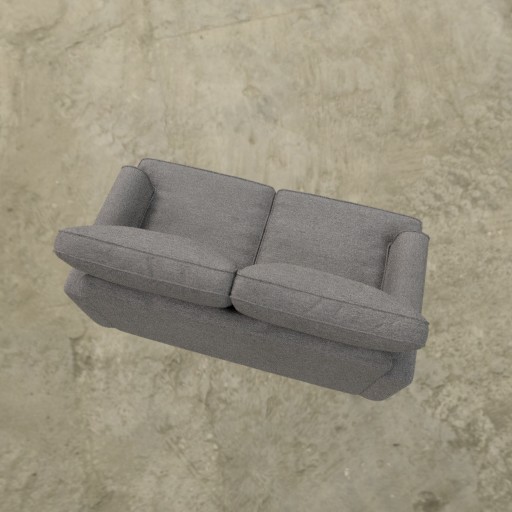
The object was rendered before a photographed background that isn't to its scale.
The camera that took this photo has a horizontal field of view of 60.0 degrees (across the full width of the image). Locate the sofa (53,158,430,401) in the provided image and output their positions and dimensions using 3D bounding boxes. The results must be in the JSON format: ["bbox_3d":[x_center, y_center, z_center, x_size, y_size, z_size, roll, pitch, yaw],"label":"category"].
[{"bbox_3d":[0.000,0.000,2.260,1.651,0.965,0.965,14,65,7],"label":"sofa"}]
